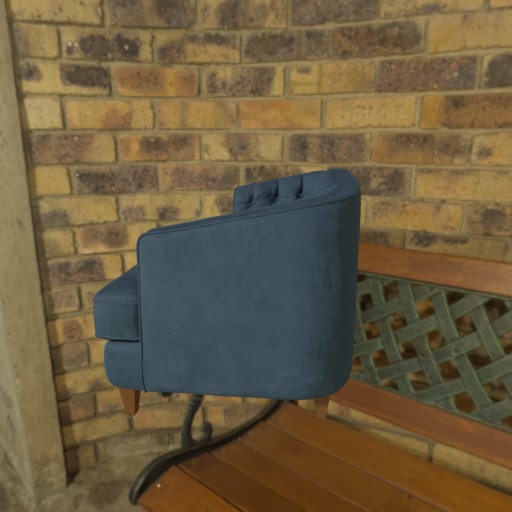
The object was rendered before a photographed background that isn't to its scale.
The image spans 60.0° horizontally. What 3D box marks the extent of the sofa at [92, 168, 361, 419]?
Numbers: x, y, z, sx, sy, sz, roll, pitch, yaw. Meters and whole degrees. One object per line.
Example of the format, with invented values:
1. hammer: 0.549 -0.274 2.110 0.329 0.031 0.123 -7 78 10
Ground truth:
1. sofa: 0.000 0.000 2.277 0.941 0.854 1.733 2 14 8
